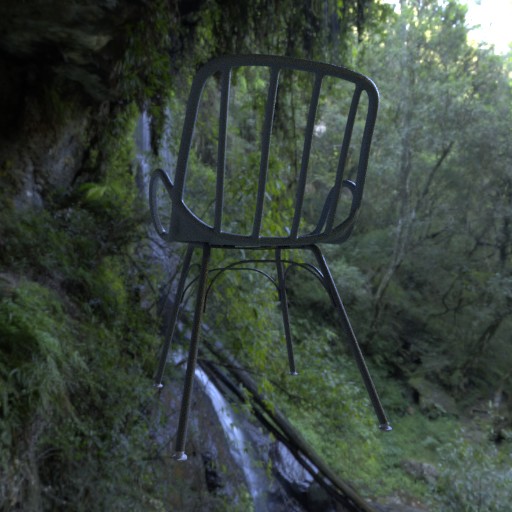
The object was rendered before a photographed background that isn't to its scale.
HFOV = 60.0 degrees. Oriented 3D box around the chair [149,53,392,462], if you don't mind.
[{"bbox_3d":[0.000,0.000,1.190,0.549,0.816,0.597,0,0,-18],"label":"chair"}]
